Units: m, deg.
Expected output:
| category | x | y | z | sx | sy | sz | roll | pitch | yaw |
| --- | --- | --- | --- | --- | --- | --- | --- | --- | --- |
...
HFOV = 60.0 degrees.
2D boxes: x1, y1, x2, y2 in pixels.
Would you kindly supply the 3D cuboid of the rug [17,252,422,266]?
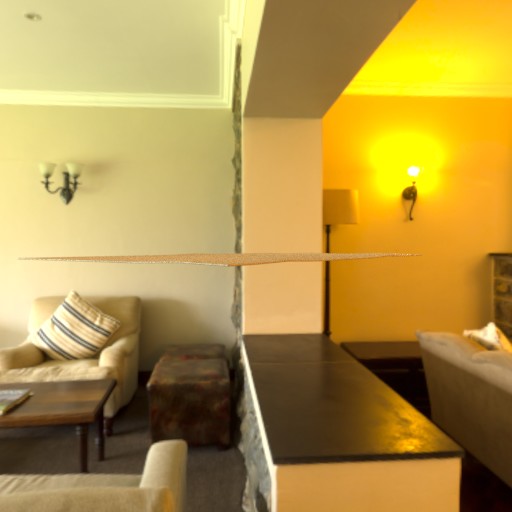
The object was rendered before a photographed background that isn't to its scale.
| category | x | y | z | sx | sy | sz | roll | pitch | yaw |
| --- | --- | --- | --- | --- | --- | --- | --- | --- | --- |
| rug | 0.000 | 0.000 | 3.013 | 1.524 | 0.015 | 2.439 | 1 | 1 | 36 |
